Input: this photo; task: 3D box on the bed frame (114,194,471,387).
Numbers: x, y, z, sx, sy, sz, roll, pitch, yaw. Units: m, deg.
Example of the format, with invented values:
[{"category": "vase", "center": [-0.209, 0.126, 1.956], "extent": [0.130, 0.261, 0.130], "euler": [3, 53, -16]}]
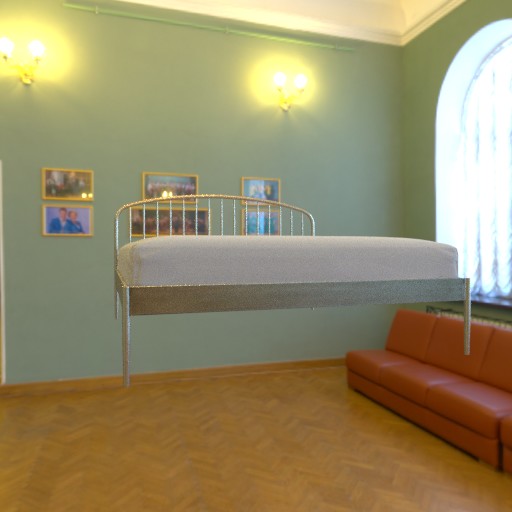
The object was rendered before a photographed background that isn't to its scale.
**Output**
[{"category": "bed frame", "center": [0.000, 0.000, 3.363], "extent": [2.016, 1.174, 2.152], "euler": [0, 1, -19]}]
